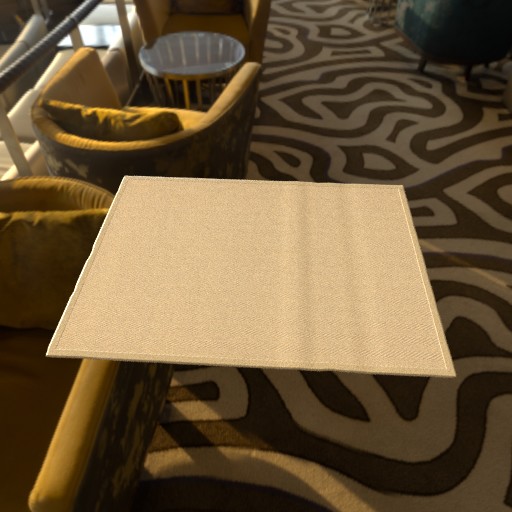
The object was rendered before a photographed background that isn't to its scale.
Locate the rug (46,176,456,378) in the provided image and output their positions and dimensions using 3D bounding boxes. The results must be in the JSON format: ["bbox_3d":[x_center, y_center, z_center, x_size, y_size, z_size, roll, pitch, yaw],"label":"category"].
[{"bbox_3d":[0.000,0.000,4.863,3.659,0.037,2.734,2,46,2],"label":"rug"}]
